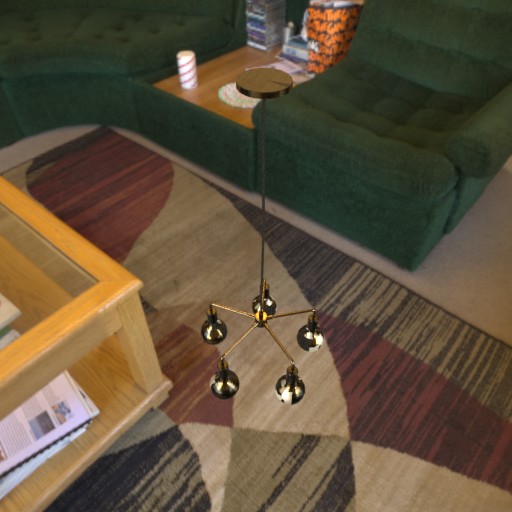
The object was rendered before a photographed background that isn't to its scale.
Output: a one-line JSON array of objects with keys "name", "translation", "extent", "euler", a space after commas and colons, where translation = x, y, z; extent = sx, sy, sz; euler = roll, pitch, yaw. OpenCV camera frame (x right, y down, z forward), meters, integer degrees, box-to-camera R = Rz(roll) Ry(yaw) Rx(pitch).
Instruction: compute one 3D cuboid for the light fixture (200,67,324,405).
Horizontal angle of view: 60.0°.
[{"name": "light fixture", "translation": [0.000, 0.000, 1.213], "extent": [0.421, 0.988, 0.438], "euler": [17, 48, 16]}]
